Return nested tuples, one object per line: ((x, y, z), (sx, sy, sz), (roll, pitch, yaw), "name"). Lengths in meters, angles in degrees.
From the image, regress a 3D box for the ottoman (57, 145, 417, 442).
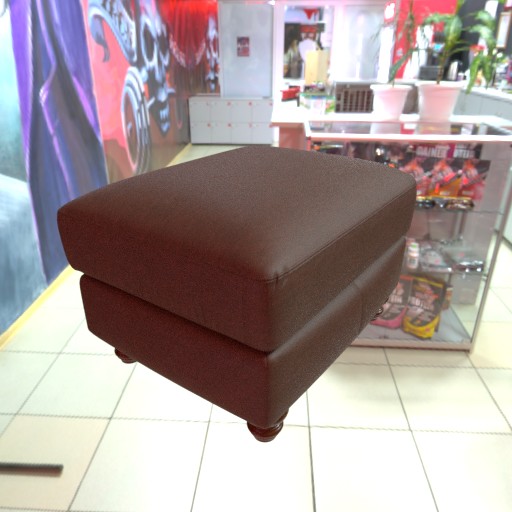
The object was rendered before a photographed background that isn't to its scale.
((0.000, 0.000, 1.216), (0.635, 0.508, 0.787), (17, 30, 32), "ottoman")
